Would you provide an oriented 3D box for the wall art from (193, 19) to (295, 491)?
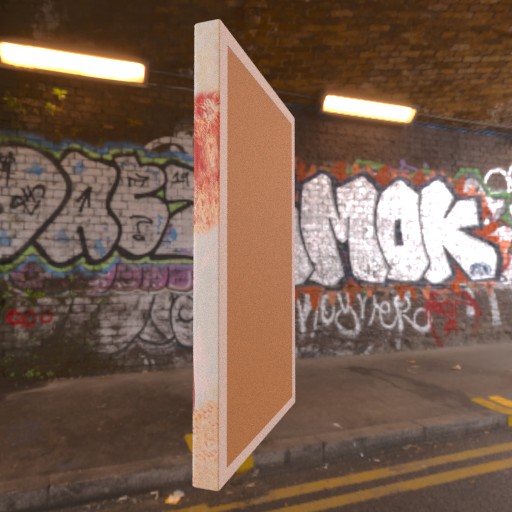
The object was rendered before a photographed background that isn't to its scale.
[{"bbox_3d":[0.000,0.000,0.765,0.038,0.610,0.401,-1,-2,19],"label":"wall art"}]
